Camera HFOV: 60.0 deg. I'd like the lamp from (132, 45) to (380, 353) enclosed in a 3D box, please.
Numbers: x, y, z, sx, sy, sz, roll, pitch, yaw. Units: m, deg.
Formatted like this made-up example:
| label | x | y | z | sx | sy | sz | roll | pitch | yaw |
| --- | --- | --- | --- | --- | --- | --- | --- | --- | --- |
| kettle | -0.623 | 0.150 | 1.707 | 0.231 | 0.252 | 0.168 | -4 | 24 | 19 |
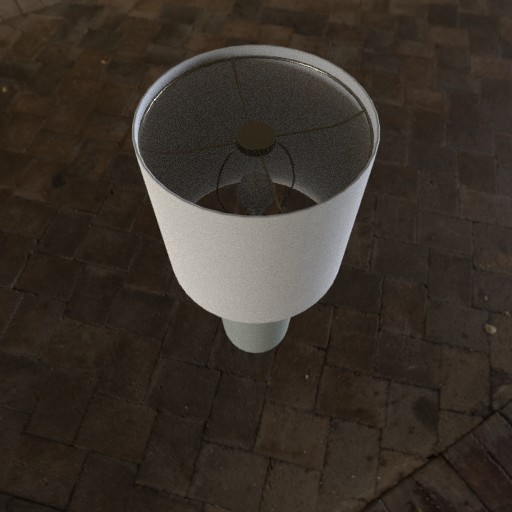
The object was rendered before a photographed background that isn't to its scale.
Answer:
| label | x | y | z | sx | sy | sz | roll | pitch | yaw |
| --- | --- | --- | --- | --- | --- | --- | --- | --- | --- |
| lamp | 0.000 | 0.000 | 0.601 | 0.220 | 0.475 | 0.220 | 1 | 59 | 0 |
